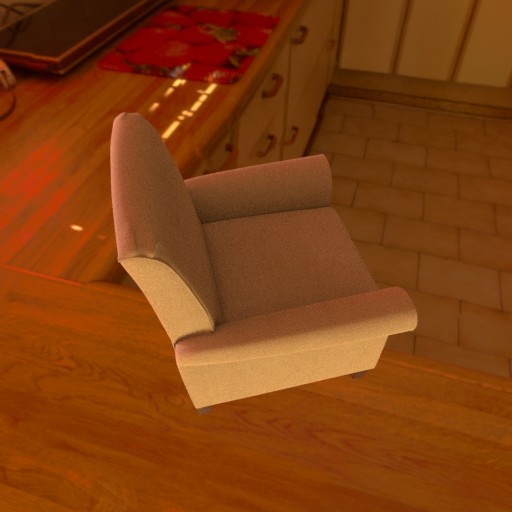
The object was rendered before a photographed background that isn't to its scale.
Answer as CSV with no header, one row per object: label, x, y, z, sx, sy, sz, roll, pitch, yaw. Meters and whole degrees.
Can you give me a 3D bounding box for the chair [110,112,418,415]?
chair,0.000,0.000,1.771,0.905,1.061,0.978,-10,48,-9
